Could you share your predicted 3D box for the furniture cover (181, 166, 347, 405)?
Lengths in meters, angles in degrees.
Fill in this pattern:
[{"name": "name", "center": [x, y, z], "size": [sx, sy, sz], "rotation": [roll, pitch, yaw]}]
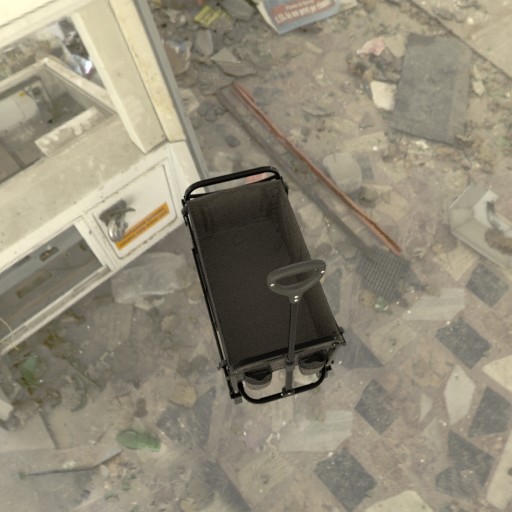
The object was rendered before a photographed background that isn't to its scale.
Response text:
[{"name": "furniture cover", "center": [0.000, 0.000, 1.824], "size": [0.532, 1.295, 1.038], "rotation": [-14, 64, -7]}]
